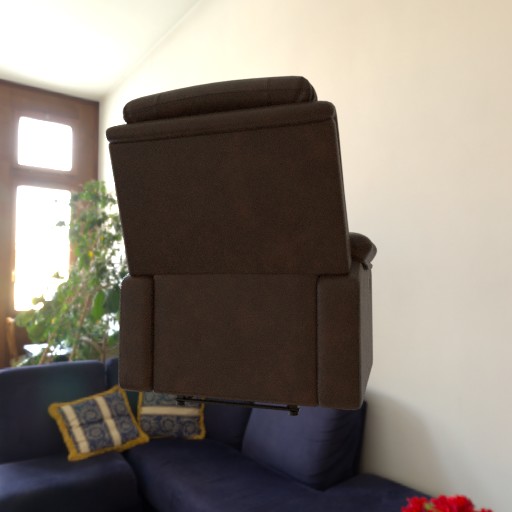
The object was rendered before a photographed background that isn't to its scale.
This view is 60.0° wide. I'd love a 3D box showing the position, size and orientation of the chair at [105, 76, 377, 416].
[{"bbox_3d":[0.000,0.000,1.653,0.855,0.992,0.919,-1,-3,17],"label":"chair"}]
